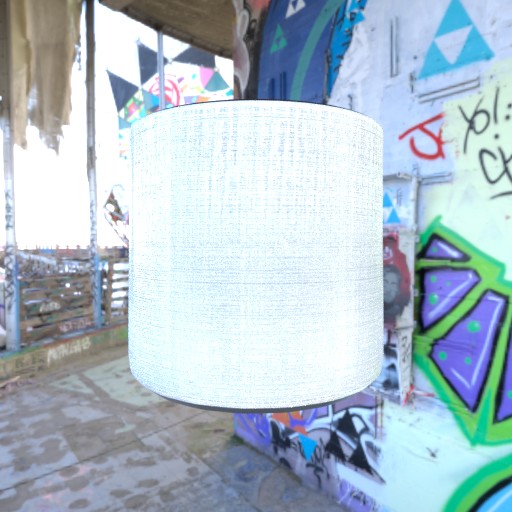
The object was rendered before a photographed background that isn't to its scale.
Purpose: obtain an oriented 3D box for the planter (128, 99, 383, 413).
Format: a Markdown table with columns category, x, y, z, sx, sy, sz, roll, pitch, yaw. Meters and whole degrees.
| category | x | y | z | sx | sy | sz | roll | pitch | yaw |
| --- | --- | --- | --- | --- | --- | --- | --- | --- | --- |
| planter | 0.000 | 0.000 | 0.288 | 0.160 | 0.156 | 0.160 | 0 | 2 | 0 |
